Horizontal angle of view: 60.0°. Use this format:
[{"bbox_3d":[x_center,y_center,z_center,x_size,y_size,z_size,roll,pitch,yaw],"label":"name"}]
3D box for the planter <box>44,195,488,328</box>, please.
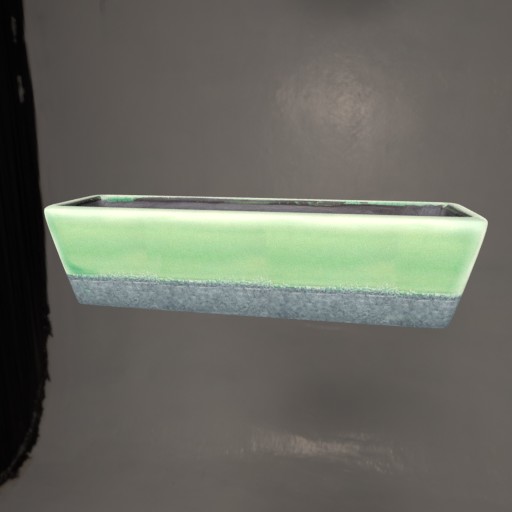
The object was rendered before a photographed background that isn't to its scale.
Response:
[{"bbox_3d":[0.000,0.000,0.307,0.275,0.072,0.072,3,15,10],"label":"planter"}]
